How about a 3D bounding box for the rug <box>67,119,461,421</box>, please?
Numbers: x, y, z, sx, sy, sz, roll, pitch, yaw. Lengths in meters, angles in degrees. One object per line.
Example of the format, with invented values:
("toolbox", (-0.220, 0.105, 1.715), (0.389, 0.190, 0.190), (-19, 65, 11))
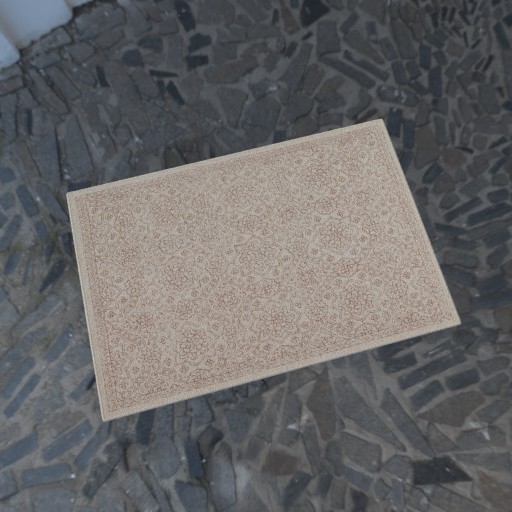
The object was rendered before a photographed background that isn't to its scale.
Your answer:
("rug", (0.000, 0.000, 2.332), (1.829, 0.010, 1.219), (-14, 75, -4))
